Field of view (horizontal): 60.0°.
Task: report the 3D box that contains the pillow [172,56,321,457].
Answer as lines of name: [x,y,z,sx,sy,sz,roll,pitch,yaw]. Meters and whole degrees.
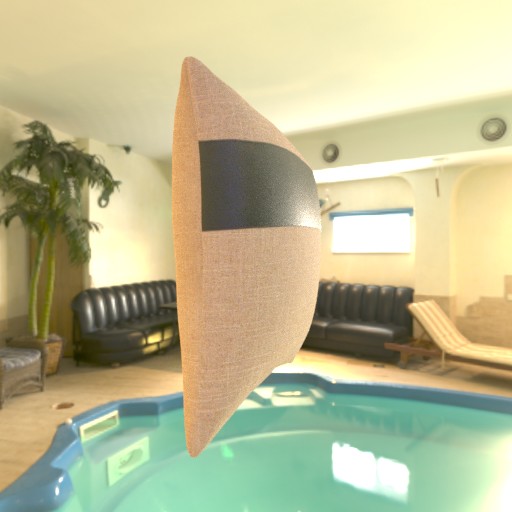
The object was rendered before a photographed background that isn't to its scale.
pillow: [0.000,0.000,0.629,0.173,0.399,0.414,0,1,19]
